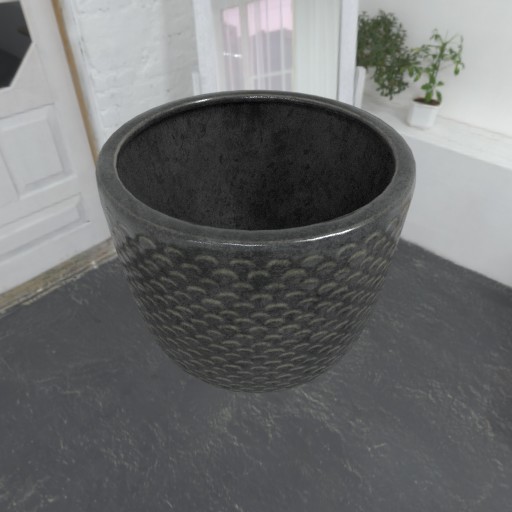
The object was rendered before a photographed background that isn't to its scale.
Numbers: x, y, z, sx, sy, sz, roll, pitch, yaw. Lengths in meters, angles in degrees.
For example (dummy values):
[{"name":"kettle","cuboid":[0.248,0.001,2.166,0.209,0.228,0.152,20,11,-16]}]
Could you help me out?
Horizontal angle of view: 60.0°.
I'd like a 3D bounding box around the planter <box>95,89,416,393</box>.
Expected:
[{"name":"planter","cuboid":[0.000,0.000,0.238,0.140,0.129,0.140,0,41,0]}]
